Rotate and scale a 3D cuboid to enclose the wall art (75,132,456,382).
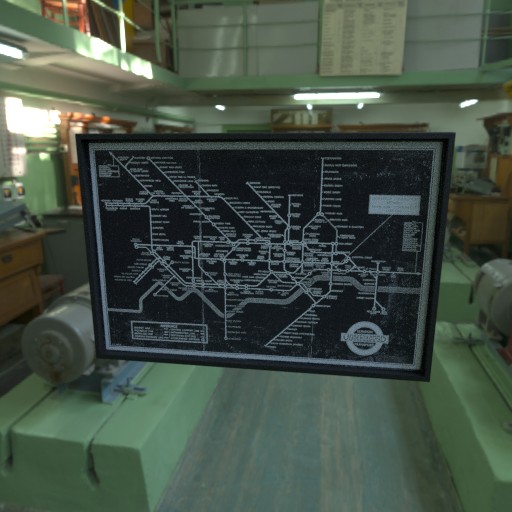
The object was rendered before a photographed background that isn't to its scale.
[{"bbox_3d":[0.000,0.000,0.853,0.671,0.456,0.051,2,14,8],"label":"wall art"}]
